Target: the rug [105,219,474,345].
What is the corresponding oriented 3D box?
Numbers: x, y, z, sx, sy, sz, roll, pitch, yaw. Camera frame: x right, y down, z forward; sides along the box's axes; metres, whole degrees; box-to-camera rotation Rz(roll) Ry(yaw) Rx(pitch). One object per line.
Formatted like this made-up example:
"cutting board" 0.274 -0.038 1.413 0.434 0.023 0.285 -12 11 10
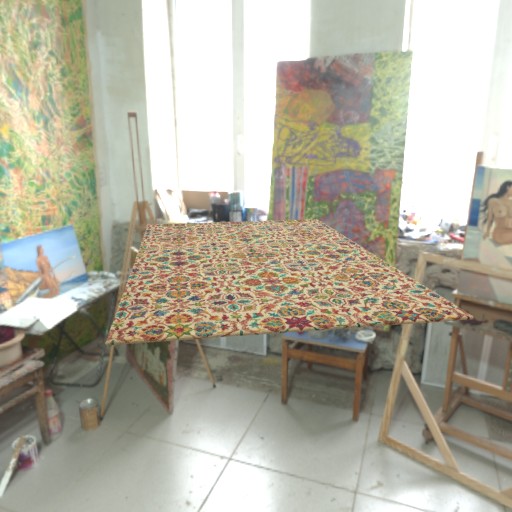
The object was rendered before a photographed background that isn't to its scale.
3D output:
"rug" 0.000 0.000 2.306 1.226 0.013 1.838 -2 16 -9
